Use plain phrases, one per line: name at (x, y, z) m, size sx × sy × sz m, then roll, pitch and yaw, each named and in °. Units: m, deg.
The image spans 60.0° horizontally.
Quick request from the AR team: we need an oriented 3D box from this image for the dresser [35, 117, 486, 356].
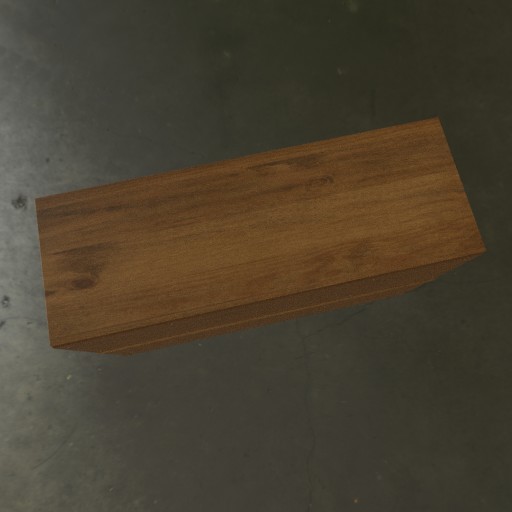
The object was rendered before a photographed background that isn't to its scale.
dresser at (0.000, 0.000, 1.699) m, size 1.261 × 0.825 × 0.479 m, roll -12°, pitch 76°, yaw -3°
